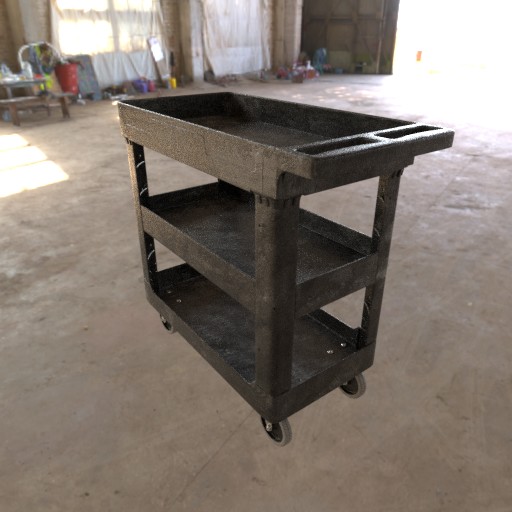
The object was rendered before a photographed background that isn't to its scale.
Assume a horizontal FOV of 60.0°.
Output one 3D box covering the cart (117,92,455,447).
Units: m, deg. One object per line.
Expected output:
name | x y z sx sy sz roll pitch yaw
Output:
cart | 0.000 0.000 1.323 0.420 0.824 0.877 -19 32 -32
